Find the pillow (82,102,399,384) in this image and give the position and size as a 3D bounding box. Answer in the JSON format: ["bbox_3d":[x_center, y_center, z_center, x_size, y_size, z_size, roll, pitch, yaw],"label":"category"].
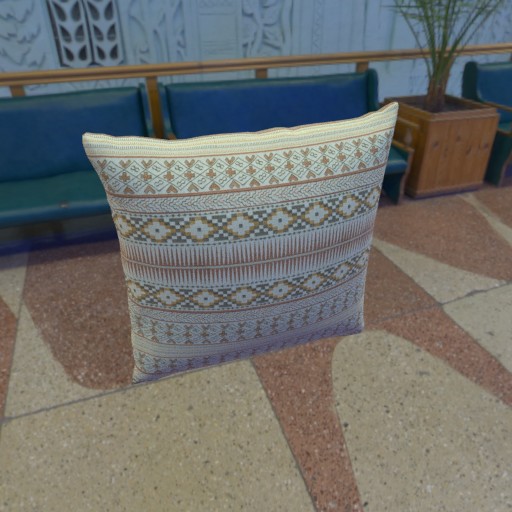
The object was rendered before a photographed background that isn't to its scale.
[{"bbox_3d":[0.000,0.000,0.823,0.521,0.519,0.215,-10,34,-15],"label":"pillow"}]
